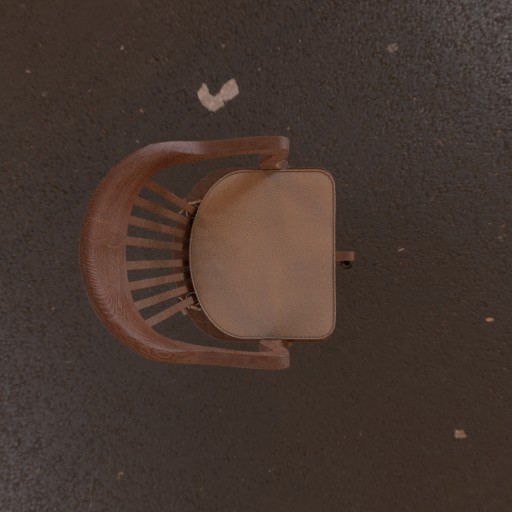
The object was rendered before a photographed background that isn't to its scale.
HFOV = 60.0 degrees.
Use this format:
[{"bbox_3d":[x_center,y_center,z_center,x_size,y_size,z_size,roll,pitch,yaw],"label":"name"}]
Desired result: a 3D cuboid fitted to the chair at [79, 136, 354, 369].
[{"bbox_3d":[0.000,0.000,1.435,0.788,0.878,0.750,0,89,1],"label":"chair"}]
